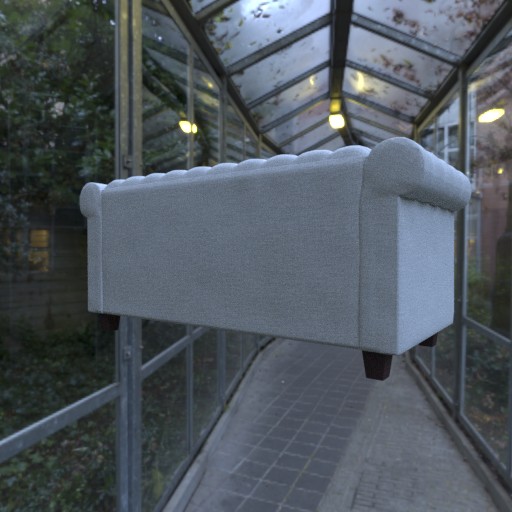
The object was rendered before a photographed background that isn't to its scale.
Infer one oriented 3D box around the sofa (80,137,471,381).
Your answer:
[{"bbox_3d":[0.000,0.000,2.167,1.798,0.797,0.783,1,1,36],"label":"sofa"}]
